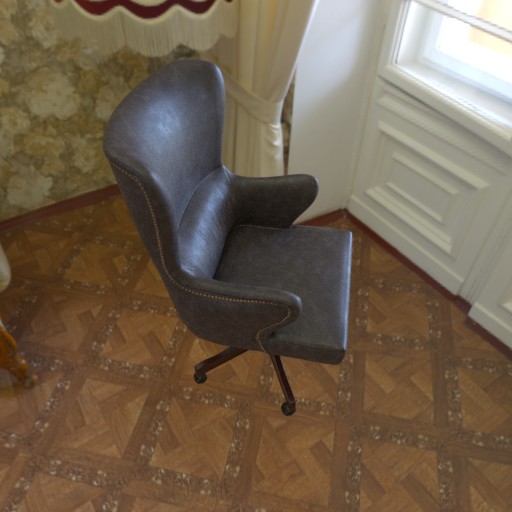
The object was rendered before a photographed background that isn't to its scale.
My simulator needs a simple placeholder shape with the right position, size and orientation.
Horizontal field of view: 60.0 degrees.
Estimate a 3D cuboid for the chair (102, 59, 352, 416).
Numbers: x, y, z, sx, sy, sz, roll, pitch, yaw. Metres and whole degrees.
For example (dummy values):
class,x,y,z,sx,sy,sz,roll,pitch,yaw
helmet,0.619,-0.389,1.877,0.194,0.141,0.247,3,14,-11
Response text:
class,x,y,z,sx,sy,sz,roll,pitch,yaw
chair,0.000,0.000,1.453,0.717,1.037,0.594,8,46,7
